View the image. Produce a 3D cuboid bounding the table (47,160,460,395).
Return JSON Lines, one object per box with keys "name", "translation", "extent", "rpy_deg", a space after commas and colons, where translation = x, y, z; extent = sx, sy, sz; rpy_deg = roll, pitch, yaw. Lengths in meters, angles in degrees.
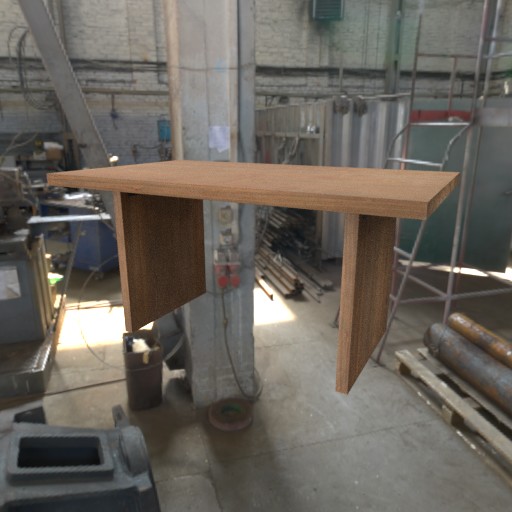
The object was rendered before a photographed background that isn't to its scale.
{"name": "table", "translation": [0.000, 0.000, 2.107], "extent": [1.609, 0.780, 0.946], "rpy_deg": [9, 18, 27]}
